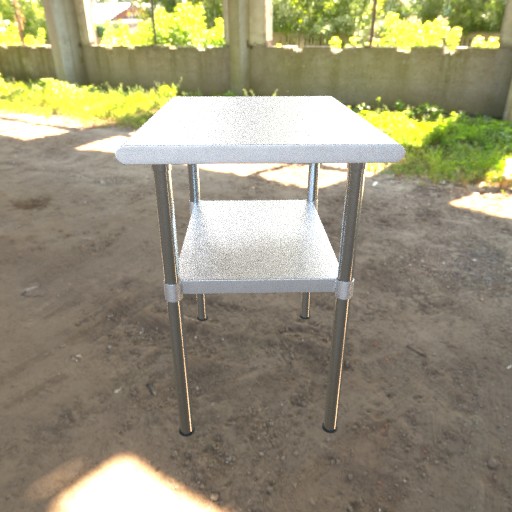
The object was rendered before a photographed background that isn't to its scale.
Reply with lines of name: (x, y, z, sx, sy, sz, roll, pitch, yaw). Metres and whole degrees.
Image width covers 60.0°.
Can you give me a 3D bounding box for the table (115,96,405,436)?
table: (0.000, 0.000, 1.417, 0.584, 0.876, 0.762, -1, 27, -1)
